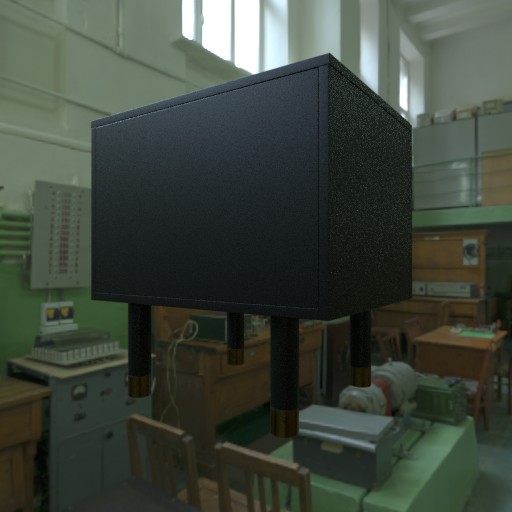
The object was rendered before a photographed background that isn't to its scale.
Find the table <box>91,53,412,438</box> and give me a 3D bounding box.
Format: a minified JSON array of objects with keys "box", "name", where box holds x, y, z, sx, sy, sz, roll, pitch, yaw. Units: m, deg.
[{"box":[0.000,0.000,0.979,0.564,0.584,0.441,0,0,35],"name":"table"}]
